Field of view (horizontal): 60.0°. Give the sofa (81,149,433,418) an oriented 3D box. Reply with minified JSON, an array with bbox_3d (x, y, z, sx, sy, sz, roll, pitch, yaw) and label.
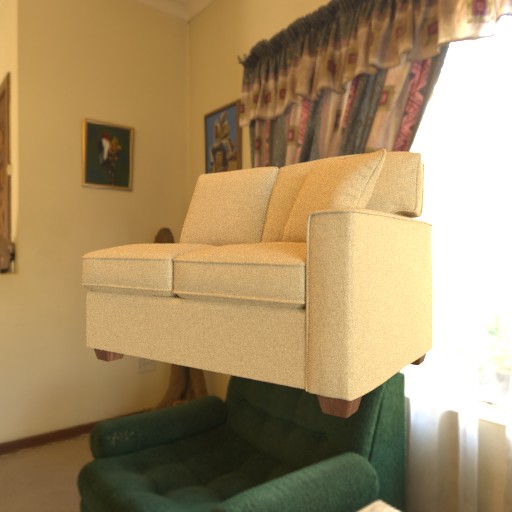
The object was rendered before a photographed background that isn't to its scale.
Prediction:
[{"bbox_3d":[0.000,0.000,2.092,1.388,0.989,0.991,0,1,36],"label":"sofa"}]
